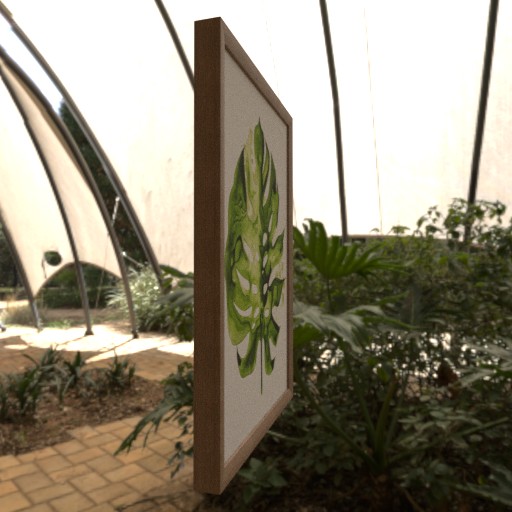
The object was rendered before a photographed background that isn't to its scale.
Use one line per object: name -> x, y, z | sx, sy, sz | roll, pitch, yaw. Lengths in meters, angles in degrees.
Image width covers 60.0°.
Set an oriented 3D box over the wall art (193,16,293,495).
wall art -> 0.000, 0.000, 0.644 | 0.031, 0.509, 0.356 | 0, -1, 17
